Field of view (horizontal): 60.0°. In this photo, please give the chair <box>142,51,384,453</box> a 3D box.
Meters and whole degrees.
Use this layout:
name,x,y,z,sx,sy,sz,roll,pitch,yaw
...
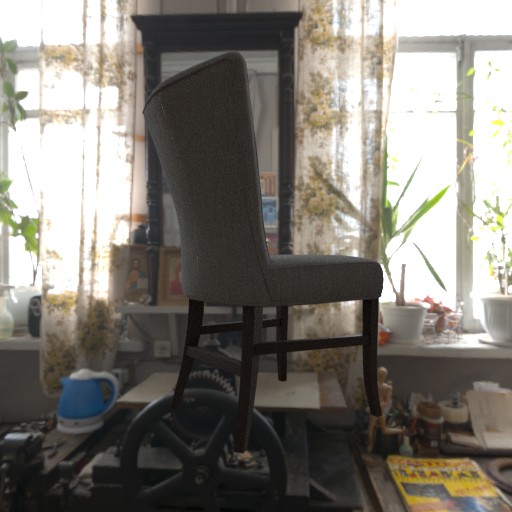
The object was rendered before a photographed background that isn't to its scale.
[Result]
name,x,y,z,sx,sy,sz,roll,pitch,yaw
chair,0.000,0.000,1.397,0.660,0.991,0.520,0,0,-36
